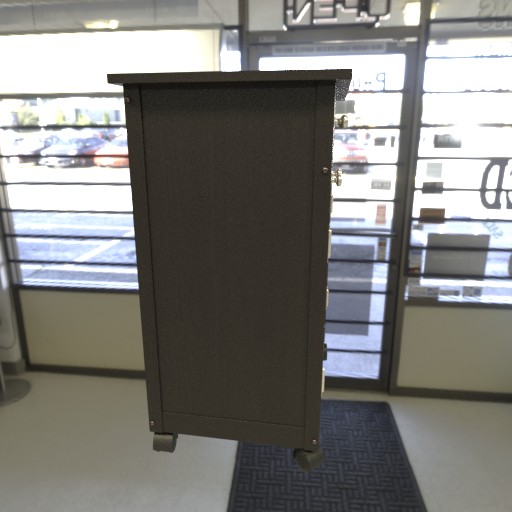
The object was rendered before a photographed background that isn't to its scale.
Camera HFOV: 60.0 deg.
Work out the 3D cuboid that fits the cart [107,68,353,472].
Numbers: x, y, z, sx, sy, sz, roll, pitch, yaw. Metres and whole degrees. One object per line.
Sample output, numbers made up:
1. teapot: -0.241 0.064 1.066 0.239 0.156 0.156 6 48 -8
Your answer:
1. cart: 0.000 0.000 1.230 0.456 0.879 0.660 3 16 9
